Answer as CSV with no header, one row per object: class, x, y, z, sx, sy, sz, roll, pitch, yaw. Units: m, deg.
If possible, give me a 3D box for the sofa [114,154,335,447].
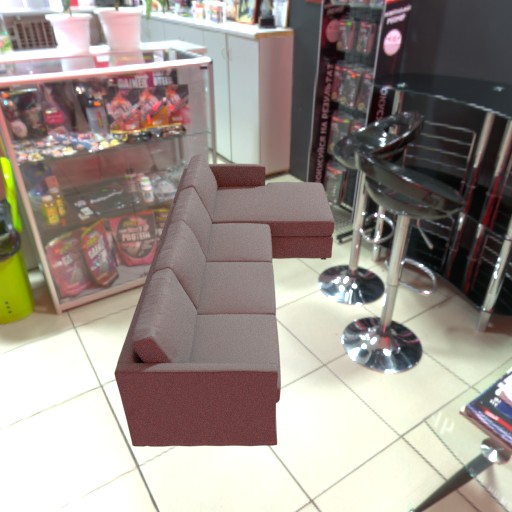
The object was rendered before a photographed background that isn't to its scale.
sofa,0.000,0.000,3.942,1.622,0.867,3.177,0,33,0
